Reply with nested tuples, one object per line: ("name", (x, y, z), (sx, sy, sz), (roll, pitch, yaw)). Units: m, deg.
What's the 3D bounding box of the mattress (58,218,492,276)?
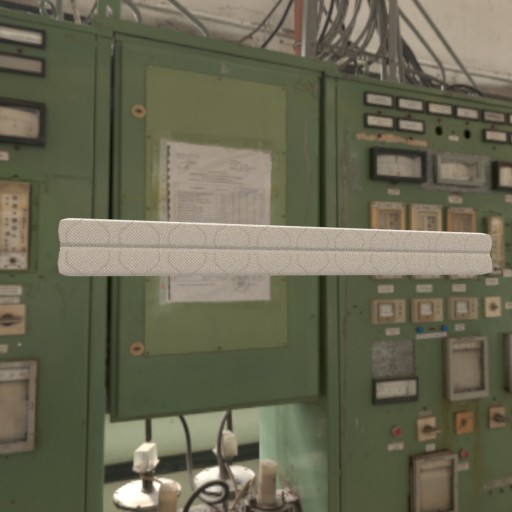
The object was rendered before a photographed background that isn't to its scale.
("mattress", (0.000, 0.000, 2.456), (1.900, 0.200, 1.400), (1, -2, -19))
